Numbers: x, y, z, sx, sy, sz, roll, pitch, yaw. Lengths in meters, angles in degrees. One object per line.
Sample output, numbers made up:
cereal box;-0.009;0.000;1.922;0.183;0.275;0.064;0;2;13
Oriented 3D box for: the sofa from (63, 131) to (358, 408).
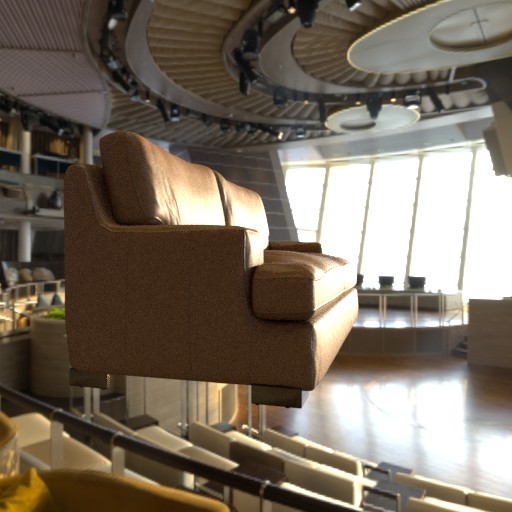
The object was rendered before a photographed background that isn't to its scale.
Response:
sofa;0.000;0.000;2.372;0.962;0.980;1.855;0;0;17
